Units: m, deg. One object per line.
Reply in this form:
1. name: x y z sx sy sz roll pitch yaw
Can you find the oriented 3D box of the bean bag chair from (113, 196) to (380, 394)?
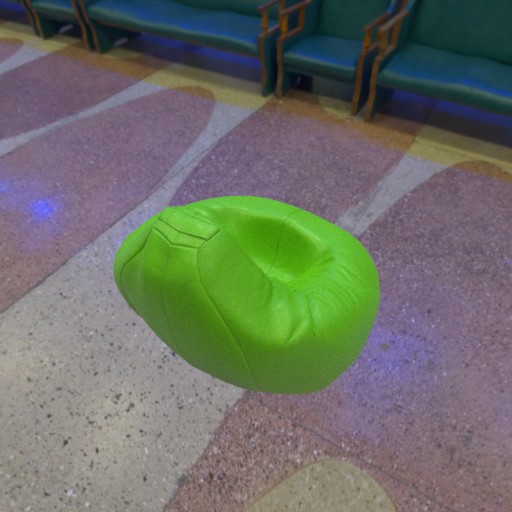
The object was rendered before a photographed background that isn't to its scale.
1. bean bag chair: 0.000 0.000 1.879 1.070 0.990 1.070 25 51 22
